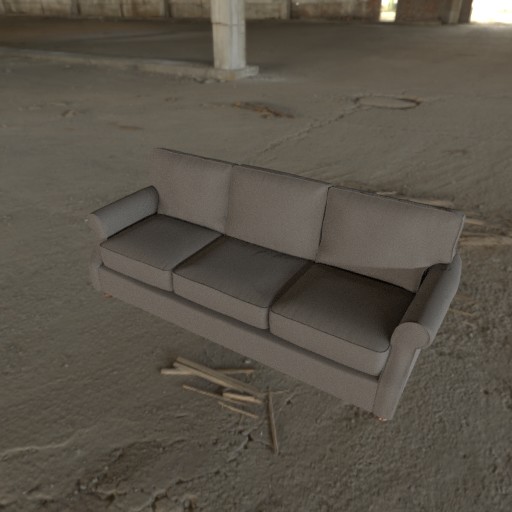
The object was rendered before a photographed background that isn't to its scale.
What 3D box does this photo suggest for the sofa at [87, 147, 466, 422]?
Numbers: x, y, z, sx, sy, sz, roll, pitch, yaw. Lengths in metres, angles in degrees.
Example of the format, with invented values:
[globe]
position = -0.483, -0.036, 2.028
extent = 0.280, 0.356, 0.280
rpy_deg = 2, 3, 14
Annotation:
[sofa]
position = 0.000, 0.000, 2.842
extent = 2.353, 0.948, 0.966
rpy_deg = 18, 35, 27
